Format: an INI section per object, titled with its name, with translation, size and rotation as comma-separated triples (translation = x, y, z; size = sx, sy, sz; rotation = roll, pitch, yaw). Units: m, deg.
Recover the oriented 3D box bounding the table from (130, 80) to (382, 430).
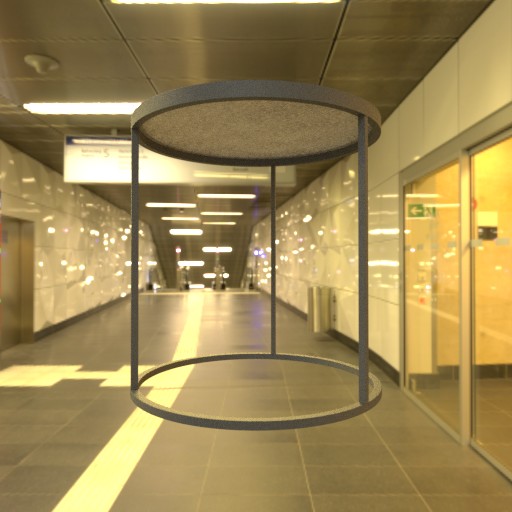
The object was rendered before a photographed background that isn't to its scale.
[table]
translation = 0.000, 0.000, 0.862
size = 0.470, 0.498, 0.470
rotation = 0, -1, 0
